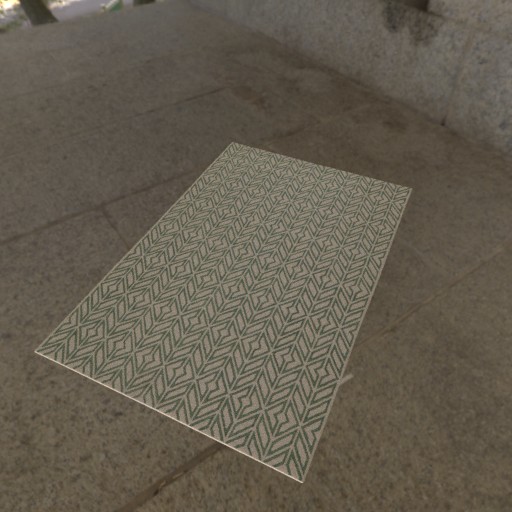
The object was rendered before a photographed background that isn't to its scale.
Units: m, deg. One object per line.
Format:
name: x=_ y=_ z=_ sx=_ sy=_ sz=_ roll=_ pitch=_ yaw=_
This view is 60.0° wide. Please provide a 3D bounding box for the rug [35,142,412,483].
rug: x=0.000 y=0.000 z=2.277 sx=1.220 sy=0.007 sz=1.828 roll=19 pitch=49 yaw=17
